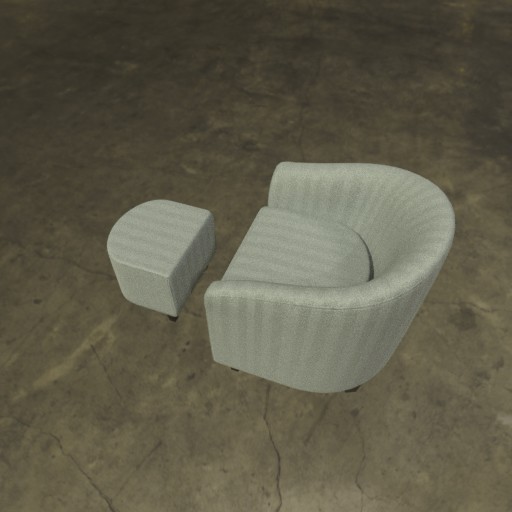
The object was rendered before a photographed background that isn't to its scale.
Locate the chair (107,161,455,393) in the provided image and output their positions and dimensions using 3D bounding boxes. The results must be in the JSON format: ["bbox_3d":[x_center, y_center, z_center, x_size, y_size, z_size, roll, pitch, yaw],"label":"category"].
[{"bbox_3d":[0.000,0.000,1.753,1.288,0.757,0.756,15,49,14],"label":"chair"}]
